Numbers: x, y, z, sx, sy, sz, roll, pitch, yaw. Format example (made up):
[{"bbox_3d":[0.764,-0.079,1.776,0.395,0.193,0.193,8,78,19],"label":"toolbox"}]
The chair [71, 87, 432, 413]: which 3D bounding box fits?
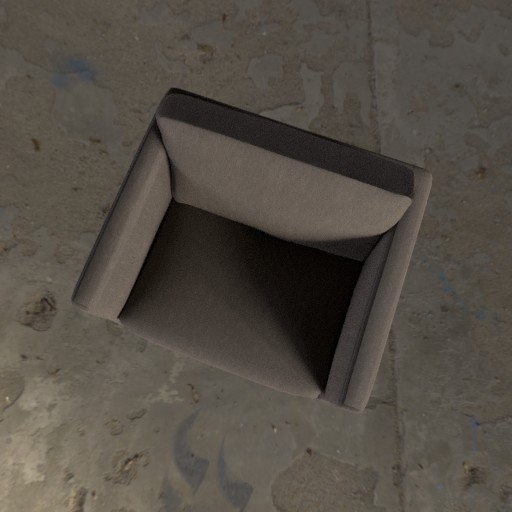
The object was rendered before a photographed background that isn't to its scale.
[{"bbox_3d":[0.000,0.000,1.854,1.107,0.963,0.959,20,77,5],"label":"chair"}]
